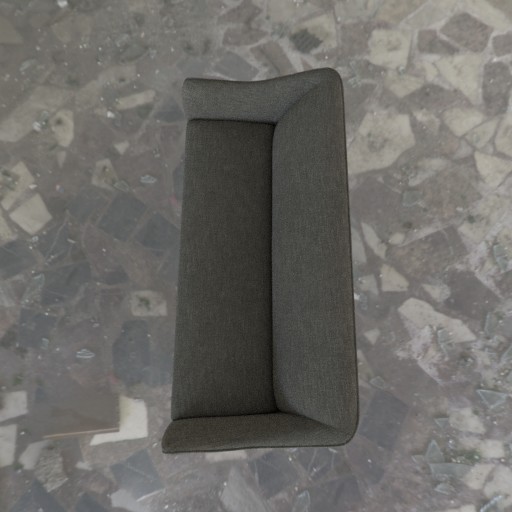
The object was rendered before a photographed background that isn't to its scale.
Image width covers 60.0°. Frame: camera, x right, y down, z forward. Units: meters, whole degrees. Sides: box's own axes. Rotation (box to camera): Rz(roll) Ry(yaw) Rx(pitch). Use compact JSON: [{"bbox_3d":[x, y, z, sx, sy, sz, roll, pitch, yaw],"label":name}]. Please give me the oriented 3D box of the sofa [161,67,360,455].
[{"bbox_3d":[0.000,0.000,2.381,0.867,0.829,1.928,0,75,0],"label":"sofa"}]
